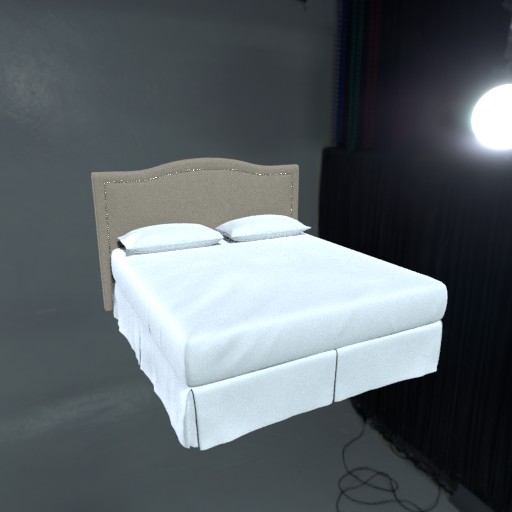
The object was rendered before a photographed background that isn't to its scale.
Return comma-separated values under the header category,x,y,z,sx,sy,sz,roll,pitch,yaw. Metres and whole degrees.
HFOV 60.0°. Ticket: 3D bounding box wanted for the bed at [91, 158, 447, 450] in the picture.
category,x,y,z,sx,sy,sz,roll,pitch,yaw
bed,0.000,0.000,3.517,2.083,1.421,2.182,-8,18,-26
